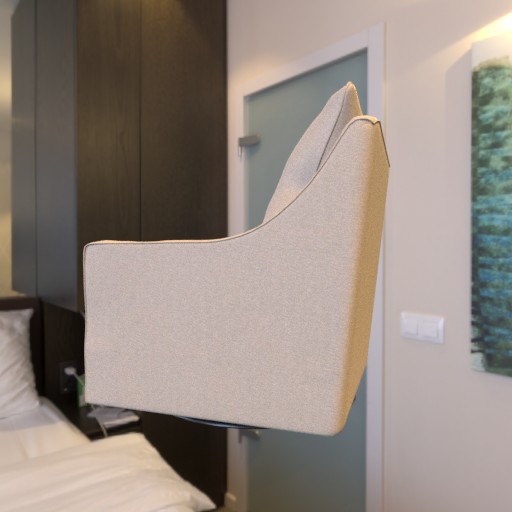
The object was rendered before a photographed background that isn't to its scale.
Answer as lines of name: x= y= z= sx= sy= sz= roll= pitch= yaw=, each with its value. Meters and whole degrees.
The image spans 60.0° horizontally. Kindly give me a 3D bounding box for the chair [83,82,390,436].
chair: x=0.000 y=0.000 z=1.559 sx=0.876 sy=0.942 sz=0.760 roll=0 pitch=1 yaw=19
